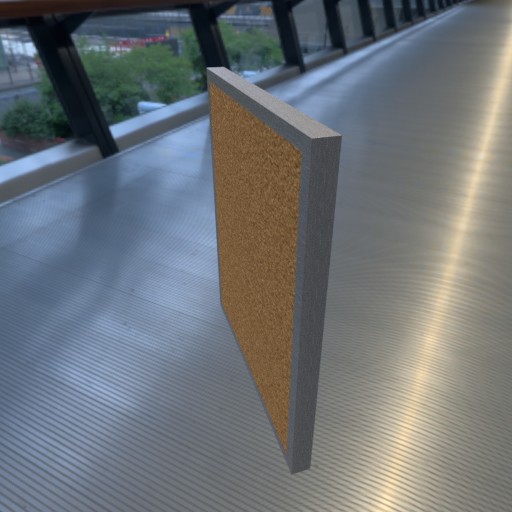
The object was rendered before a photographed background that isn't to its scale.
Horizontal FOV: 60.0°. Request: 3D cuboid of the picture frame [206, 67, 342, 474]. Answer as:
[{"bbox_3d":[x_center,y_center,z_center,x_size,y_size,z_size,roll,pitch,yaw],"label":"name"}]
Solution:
[{"bbox_3d":[0.000,0.000,0.534,0.027,0.378,0.327,-9,32,-15],"label":"picture frame"}]
